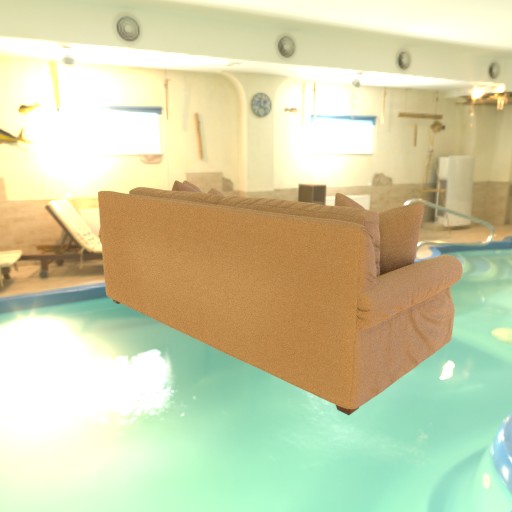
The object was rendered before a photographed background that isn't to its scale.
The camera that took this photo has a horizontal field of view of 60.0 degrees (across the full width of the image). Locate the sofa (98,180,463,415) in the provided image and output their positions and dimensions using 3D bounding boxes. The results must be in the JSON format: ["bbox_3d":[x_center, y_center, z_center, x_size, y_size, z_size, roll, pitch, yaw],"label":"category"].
[{"bbox_3d":[0.000,0.000,2.835,2.285,0.904,1.067,13,19,43],"label":"sofa"}]
